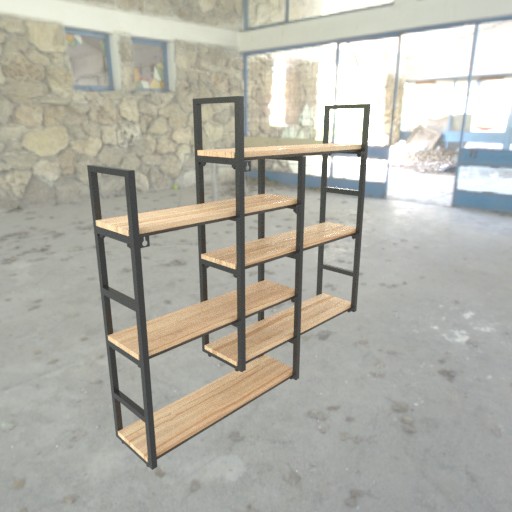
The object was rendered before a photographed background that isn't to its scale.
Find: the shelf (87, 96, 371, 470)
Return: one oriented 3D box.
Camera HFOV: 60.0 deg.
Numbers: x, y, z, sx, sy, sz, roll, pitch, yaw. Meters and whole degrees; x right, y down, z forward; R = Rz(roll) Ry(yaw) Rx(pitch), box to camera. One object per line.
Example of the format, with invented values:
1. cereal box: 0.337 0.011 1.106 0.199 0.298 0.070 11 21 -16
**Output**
1. shelf: 0.000 0.000 1.383 0.183 0.921 0.946 16 23 42
